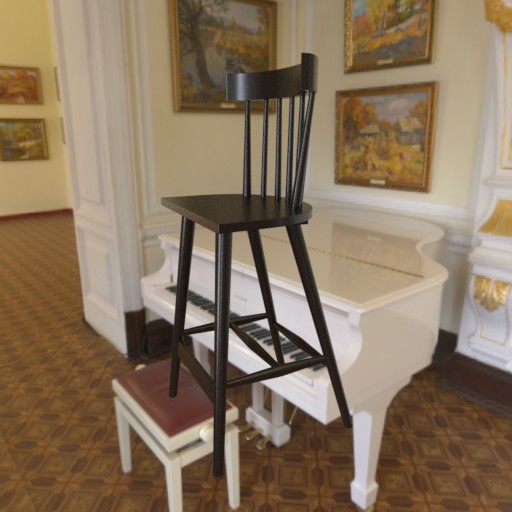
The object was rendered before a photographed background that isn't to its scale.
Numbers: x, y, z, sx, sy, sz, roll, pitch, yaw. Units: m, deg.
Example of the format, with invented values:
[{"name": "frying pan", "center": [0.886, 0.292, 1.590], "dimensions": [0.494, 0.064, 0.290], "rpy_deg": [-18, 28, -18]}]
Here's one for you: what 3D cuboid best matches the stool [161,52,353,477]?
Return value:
[{"name": "stool", "center": [0.000, 0.000, 1.365], "dimensions": [0.483, 1.092, 0.482], "rpy_deg": [-8, 18, -26]}]
